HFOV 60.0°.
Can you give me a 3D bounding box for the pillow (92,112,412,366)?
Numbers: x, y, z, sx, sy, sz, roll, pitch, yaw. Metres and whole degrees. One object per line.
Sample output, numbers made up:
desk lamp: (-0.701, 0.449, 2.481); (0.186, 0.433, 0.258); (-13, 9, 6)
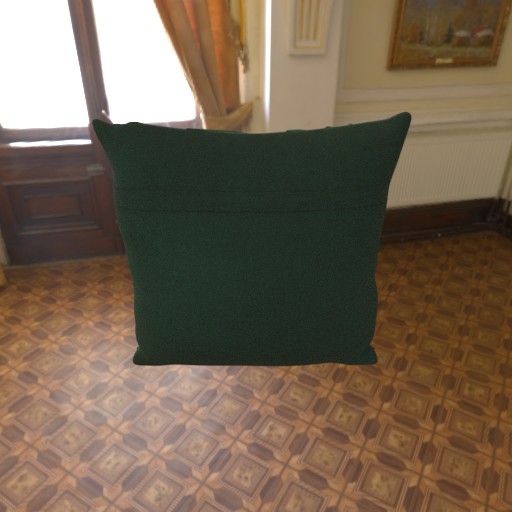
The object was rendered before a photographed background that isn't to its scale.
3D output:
pillow: (0.000, 0.000, 0.700); (0.439, 0.440, 0.184); (-1, 29, -1)
